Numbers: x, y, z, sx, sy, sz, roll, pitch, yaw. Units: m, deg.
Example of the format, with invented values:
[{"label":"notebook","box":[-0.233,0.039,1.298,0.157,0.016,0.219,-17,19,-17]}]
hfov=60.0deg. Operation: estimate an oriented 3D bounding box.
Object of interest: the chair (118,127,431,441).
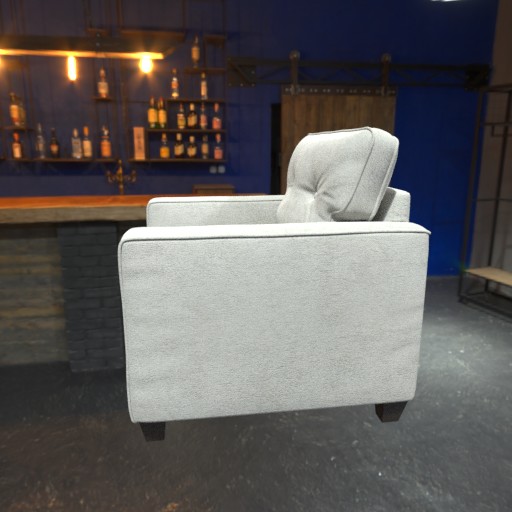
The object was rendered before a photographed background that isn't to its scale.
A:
[{"label":"chair","box":[0.000,0.000,1.769,0.939,0.965,1.015,-2,14,-8]}]
